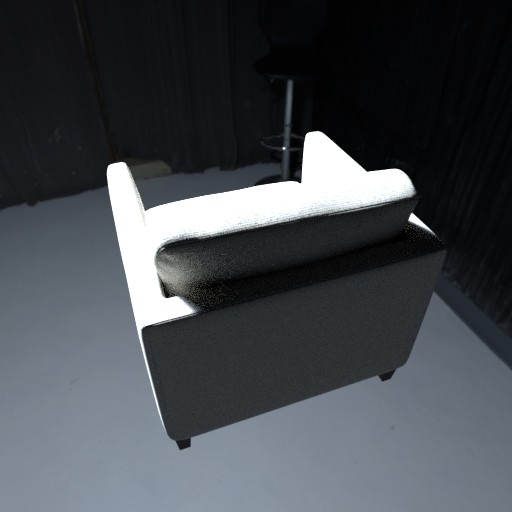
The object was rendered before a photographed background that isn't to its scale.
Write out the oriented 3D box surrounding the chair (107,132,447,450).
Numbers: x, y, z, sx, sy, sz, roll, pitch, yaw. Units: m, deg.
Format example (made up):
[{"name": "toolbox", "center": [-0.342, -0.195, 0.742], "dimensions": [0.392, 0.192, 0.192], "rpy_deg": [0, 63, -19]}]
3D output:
[{"name": "chair", "center": [0.000, 0.000, 1.767], "dimensions": [0.996, 0.919, 0.959], "rpy_deg": [-13, 42, -15]}]
